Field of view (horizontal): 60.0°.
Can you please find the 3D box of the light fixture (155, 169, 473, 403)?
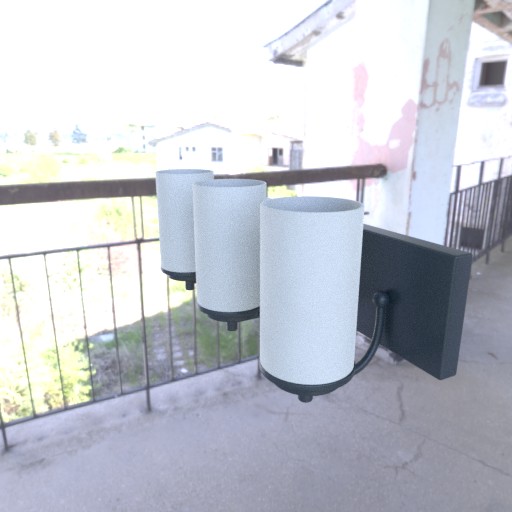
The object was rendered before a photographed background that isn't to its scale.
[{"bbox_3d":[0.000,0.000,0.514,0.145,0.172,0.451,-8,18,-26],"label":"light fixture"}]
